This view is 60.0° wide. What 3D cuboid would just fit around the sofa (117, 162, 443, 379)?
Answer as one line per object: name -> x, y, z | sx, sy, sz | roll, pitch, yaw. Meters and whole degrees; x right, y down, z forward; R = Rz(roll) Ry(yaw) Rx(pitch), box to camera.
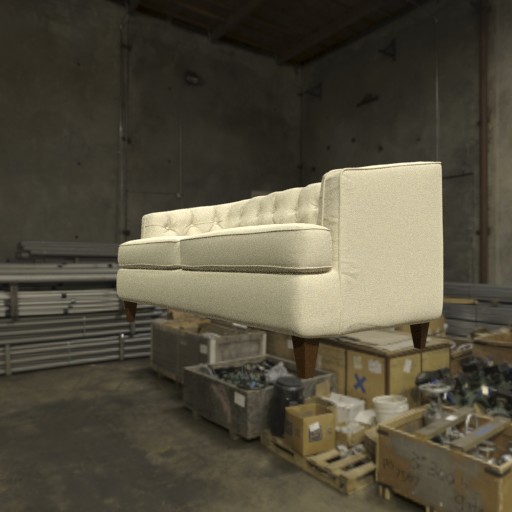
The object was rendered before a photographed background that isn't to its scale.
sofa -> 0.000, 0.000, 2.263 | 0.941, 0.855, 1.733 | 1, -1, -35
